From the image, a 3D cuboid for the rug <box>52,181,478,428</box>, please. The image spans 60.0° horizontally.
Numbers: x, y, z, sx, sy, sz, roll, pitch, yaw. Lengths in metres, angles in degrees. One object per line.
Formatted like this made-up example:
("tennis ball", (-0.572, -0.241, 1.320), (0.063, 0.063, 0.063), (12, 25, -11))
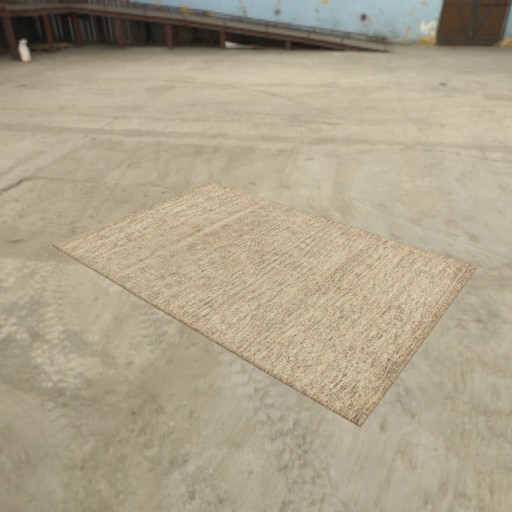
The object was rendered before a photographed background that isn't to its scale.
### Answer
("rug", (0.000, 0.000, 2.269), (1.822, 0.018, 1.211), (23, 37, 33))
